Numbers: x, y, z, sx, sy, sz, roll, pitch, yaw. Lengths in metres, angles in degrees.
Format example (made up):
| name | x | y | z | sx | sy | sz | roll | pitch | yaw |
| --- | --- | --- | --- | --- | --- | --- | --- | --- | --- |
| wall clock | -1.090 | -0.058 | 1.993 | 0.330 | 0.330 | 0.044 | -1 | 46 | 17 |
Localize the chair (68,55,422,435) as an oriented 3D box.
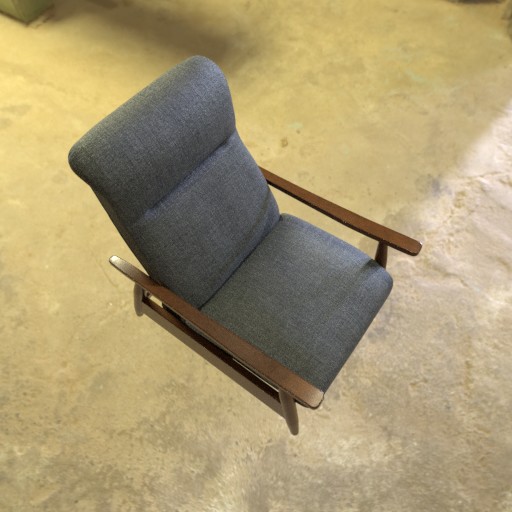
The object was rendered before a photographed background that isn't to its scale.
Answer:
| name | x | y | z | sx | sy | sz | roll | pitch | yaw |
| --- | --- | --- | --- | --- | --- | --- | --- | --- | --- |
| chair | 0.000 | 0.000 | 1.760 | 1.030 | 1.082 | 0.762 | 32 | 64 | 18 |
